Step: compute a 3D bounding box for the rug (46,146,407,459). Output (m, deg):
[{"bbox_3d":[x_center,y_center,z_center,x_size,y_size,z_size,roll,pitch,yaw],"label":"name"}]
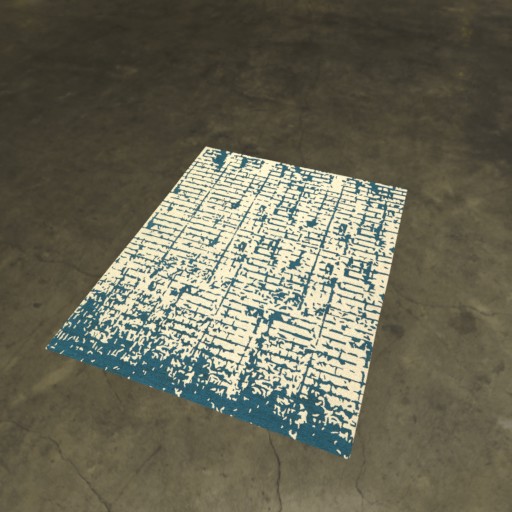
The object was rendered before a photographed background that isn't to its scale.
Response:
[{"bbox_3d":[0.000,0.000,4.162,2.416,0.014,3.017,15,49,14],"label":"rug"}]
